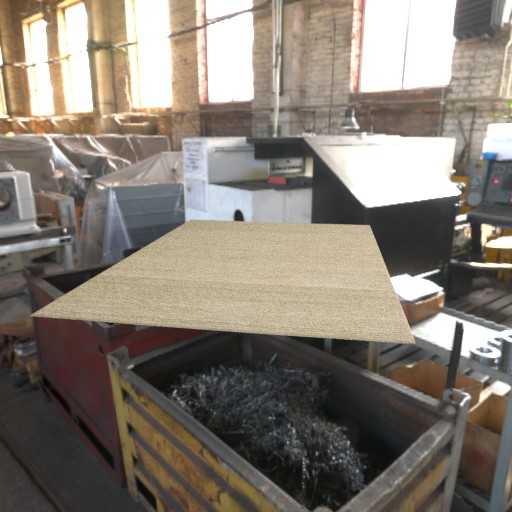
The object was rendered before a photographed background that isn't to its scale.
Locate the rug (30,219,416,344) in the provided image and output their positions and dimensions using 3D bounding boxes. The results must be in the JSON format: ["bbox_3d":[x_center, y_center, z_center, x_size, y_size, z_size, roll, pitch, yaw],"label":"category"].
[{"bbox_3d":[0.000,0.000,4.975,2.782,0.025,3.935,3,16,9],"label":"rug"}]
